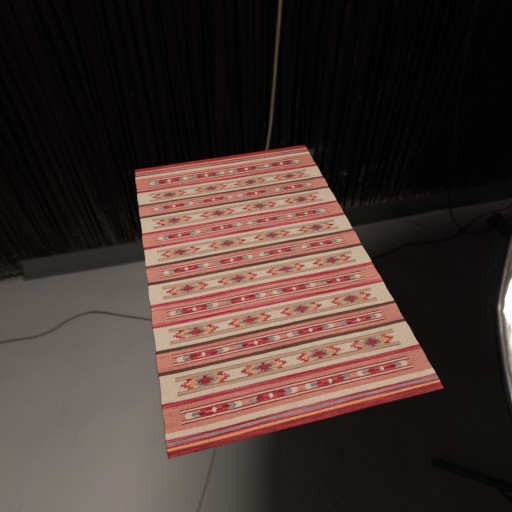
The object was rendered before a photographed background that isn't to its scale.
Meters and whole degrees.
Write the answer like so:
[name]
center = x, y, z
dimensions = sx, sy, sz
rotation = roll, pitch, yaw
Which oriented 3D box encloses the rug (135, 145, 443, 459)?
[rug]
center = 0.000, 0.000, 3.121
dimensions = 1.535, 0.010, 2.431
rotation = -11, 49, -9
